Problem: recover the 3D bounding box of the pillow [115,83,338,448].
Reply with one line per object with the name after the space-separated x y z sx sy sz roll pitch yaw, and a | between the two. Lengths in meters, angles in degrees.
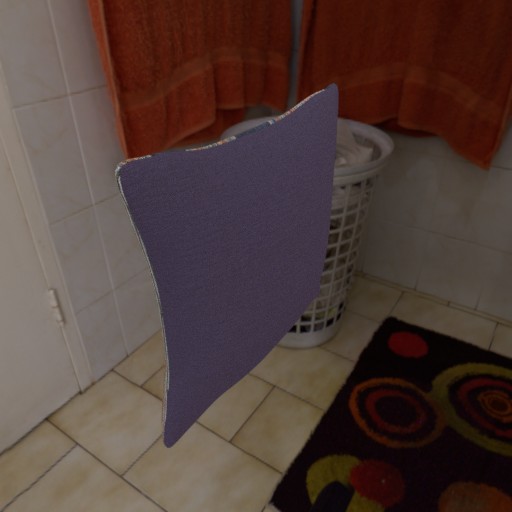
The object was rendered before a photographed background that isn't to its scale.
0.000 0.000 0.655 0.136 0.419 0.437 21 39 29 | pillow
